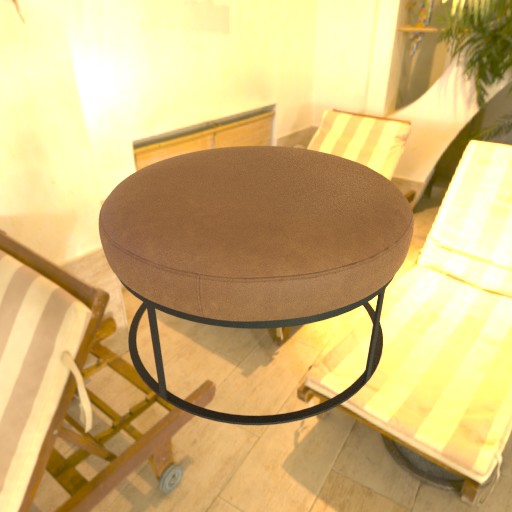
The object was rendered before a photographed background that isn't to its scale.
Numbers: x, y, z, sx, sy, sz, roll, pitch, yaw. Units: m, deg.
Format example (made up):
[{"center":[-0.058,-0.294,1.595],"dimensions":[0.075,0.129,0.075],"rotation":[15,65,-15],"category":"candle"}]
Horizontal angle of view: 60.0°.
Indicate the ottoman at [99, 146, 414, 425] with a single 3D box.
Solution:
[{"center":[0.000,0.000,1.206],"dimensions":[0.771,0.460,0.771],"rotation":[0,30,0],"category":"ottoman"}]
